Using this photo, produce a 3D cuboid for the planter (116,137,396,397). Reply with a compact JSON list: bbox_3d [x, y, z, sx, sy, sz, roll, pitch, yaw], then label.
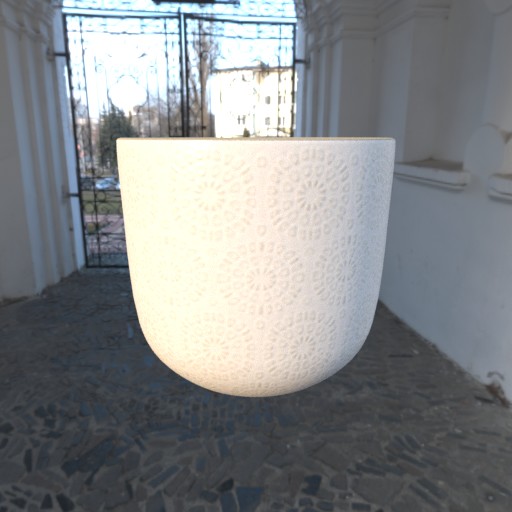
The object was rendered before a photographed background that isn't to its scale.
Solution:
[{"bbox_3d":[0.000,0.000,0.369,0.208,0.190,0.208,0,15,0],"label":"planter"}]
